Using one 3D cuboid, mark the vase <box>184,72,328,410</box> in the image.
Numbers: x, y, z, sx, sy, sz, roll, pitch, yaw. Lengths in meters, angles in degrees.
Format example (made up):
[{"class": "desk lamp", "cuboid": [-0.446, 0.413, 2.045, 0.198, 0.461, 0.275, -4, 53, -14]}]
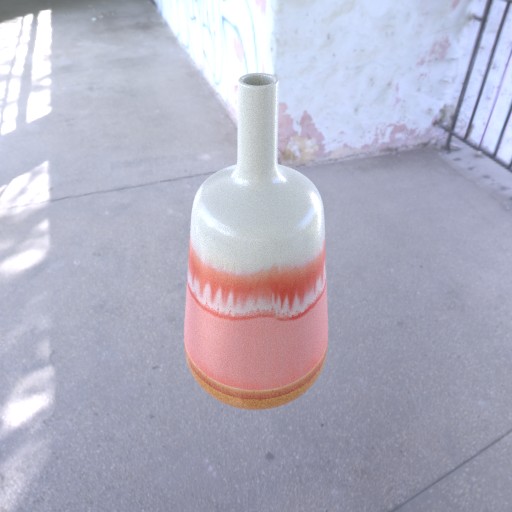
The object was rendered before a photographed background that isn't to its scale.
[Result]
[{"class": "vase", "cuboid": [0.000, 0.000, 0.378, 0.144, 0.296, 0.144, 0, 41, 0]}]
